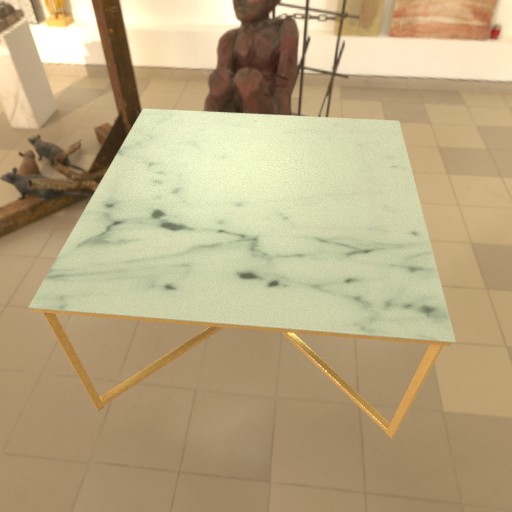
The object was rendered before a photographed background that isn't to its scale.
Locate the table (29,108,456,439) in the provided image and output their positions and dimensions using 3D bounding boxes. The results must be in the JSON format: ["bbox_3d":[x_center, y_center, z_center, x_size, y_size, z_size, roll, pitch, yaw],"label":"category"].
[{"bbox_3d":[0.000,0.000,1.262,0.800,0.450,0.800,4,46,4],"label":"table"}]
